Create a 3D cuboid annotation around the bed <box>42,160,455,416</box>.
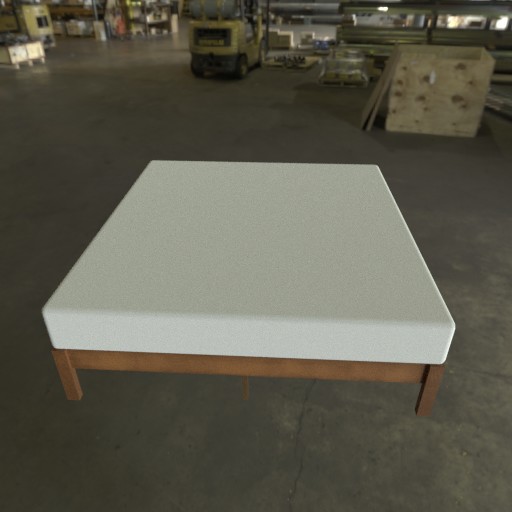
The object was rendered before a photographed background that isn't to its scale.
[{"bbox_3d":[0.000,0.000,3.051,1.930,0.616,2.049,2,32,3],"label":"bed"}]
